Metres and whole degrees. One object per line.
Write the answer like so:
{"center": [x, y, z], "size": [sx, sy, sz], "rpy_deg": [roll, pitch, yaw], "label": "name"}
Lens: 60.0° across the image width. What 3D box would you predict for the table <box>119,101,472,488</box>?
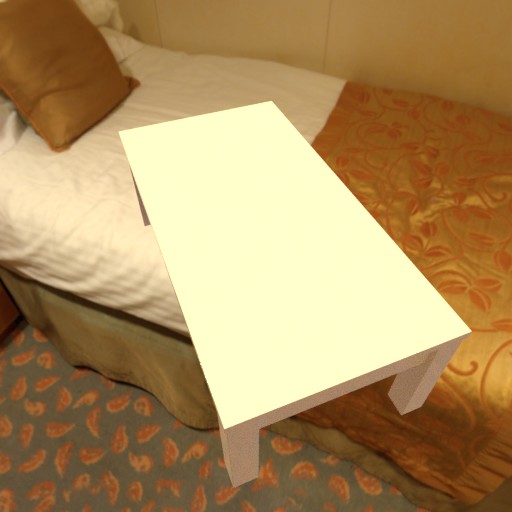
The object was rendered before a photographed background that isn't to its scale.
{"center": [0.000, 0.000, 1.694], "size": [0.700, 0.470, 1.350], "rpy_deg": [-16, 49, -15], "label": "table"}
